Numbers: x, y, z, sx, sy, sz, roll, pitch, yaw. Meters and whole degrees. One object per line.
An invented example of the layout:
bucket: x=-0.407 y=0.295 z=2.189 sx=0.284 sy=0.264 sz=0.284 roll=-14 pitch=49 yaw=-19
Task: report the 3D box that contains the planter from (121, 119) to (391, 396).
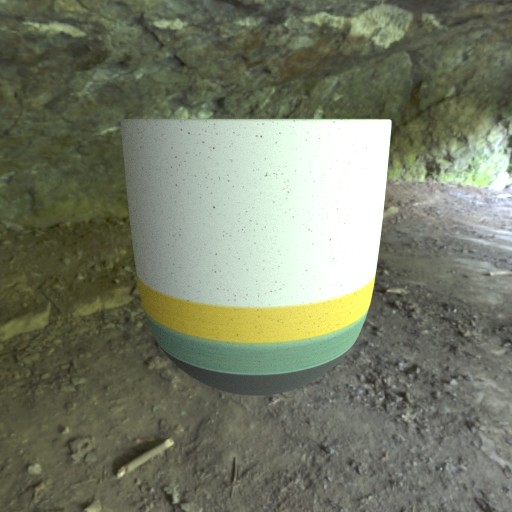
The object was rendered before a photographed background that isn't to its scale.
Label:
planter: x=0.000 y=0.000 z=0.363 sx=0.195 sy=0.214 sz=0.195 roll=0 pitch=17 yaw=0
